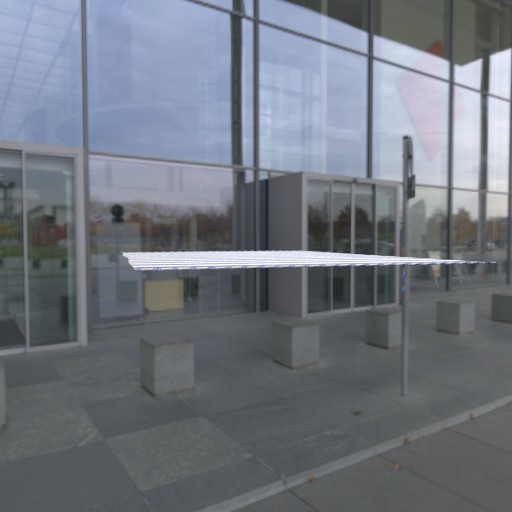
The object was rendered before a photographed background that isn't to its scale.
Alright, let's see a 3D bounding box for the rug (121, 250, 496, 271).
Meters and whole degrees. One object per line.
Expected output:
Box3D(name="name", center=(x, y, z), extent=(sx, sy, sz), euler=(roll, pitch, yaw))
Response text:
Box3D(name="rug", center=(0.000, 0.000, 4.345), extent=(2.471, 0.016, 3.416), euler=(-1, 2, -18))
